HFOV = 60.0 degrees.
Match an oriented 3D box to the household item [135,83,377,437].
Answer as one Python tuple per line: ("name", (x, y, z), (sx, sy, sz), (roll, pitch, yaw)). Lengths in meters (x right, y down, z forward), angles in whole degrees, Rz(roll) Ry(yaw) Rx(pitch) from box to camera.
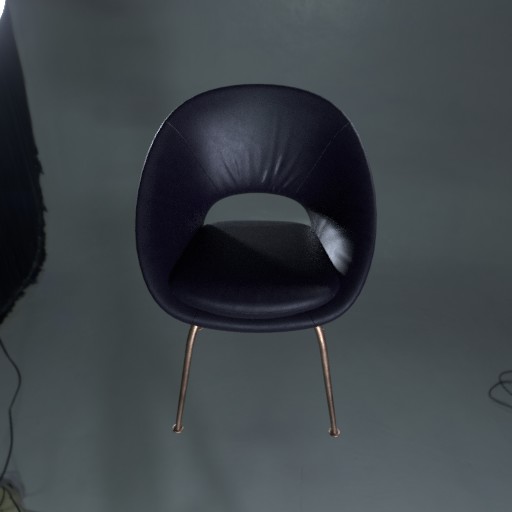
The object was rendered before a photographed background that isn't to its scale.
("household item", (0.000, 0.000, 1.280), (0.623, 0.852, 0.573), (1, 31, 1))
